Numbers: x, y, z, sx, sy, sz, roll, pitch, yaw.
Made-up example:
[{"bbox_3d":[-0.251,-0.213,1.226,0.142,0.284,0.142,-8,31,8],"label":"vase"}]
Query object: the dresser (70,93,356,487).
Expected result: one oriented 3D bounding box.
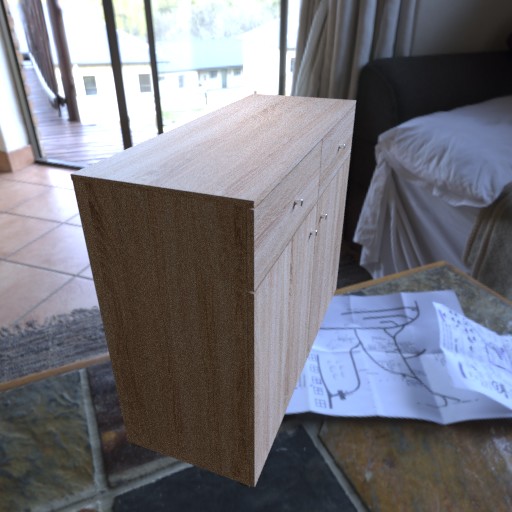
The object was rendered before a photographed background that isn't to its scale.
[{"bbox_3d":[0.000,0.000,1.569,0.450,0.900,1.100,11,31,18],"label":"dresser"}]
